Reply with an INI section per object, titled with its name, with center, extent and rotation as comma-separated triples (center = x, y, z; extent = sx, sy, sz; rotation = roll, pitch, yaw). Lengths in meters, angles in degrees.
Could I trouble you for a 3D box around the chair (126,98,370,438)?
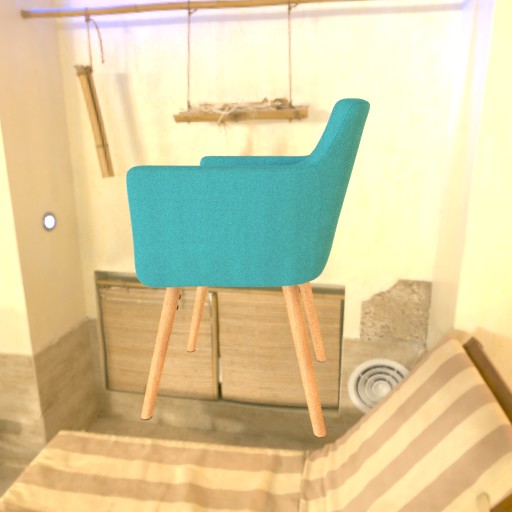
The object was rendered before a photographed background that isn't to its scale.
[chair]
center = 0.000, 0.000, 1.180
extent = 0.540, 0.780, 0.570
rotation = 2, 15, 9
